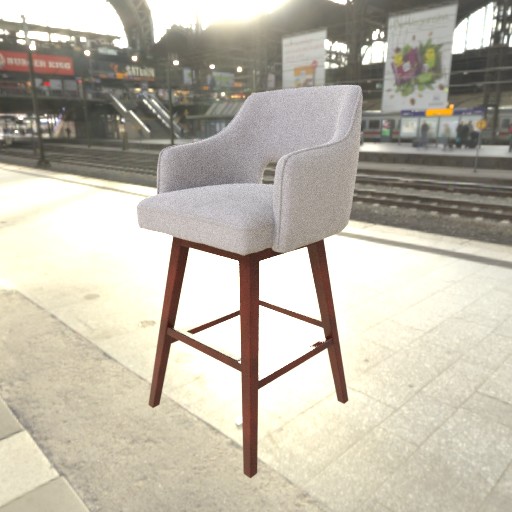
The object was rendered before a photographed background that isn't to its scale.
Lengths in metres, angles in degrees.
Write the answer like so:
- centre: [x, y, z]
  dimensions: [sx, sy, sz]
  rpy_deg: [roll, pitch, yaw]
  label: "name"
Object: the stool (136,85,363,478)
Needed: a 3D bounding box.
- centre: [0.000, 0.000, 1.371]
  dimensions: [0.548, 1.012, 0.558]
  rpy_deg: [15, 21, 41]
  label: "stool"
